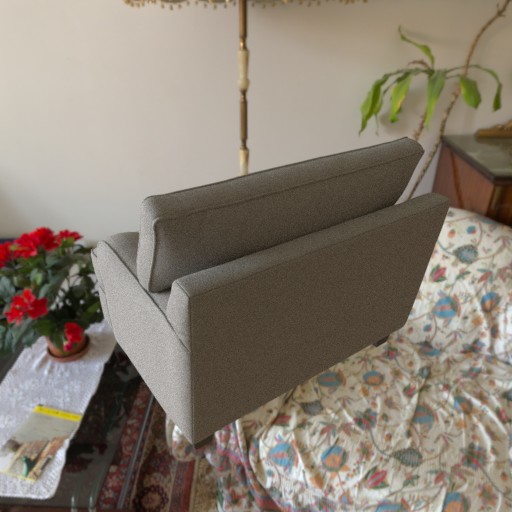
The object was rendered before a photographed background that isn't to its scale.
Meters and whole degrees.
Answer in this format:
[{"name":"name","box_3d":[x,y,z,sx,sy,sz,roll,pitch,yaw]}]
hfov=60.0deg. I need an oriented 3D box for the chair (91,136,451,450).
[{"name":"chair","box_3d":[0.000,0.000,1.983,1.220,1.016,1.040,-19,35,-30]}]
